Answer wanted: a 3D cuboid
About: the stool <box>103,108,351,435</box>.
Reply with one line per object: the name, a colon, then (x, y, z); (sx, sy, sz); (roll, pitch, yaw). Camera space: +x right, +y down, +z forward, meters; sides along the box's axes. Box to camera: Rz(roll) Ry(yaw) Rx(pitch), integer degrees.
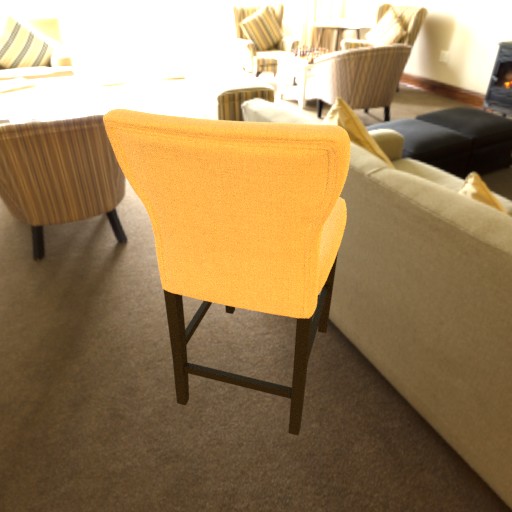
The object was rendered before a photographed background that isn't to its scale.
stool: (0.000, 0.000, 1.325); (0.514, 0.972, 0.603); (10, 35, 14)
